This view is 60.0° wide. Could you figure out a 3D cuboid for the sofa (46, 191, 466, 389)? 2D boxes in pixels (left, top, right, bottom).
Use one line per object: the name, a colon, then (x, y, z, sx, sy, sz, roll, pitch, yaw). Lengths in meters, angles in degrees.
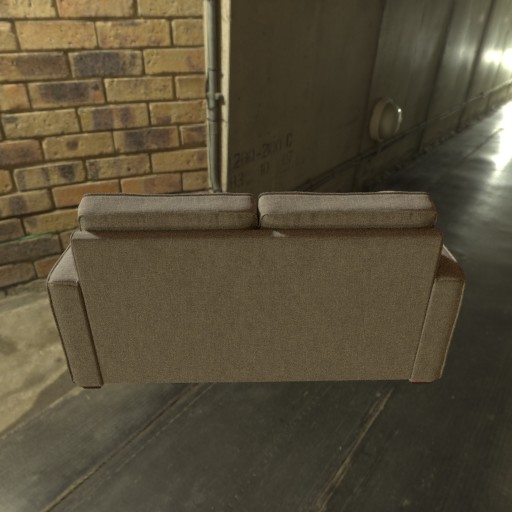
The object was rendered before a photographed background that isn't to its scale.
sofa: (0.000, 0.000, 2.211, 1.706, 0.915, 0.945, -1, 30, -1)
